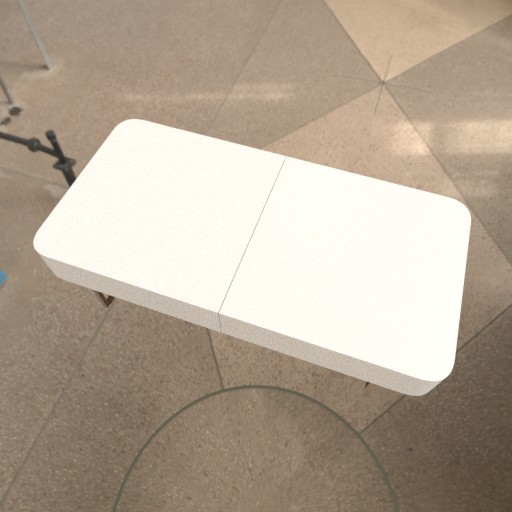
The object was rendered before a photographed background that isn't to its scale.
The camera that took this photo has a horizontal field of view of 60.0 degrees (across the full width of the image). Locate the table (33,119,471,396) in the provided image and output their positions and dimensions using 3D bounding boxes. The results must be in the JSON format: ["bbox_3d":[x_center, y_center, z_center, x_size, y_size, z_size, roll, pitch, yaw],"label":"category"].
[{"bbox_3d":[0.000,0.000,1.458,1.200,0.340,0.600,17,59,10],"label":"table"}]
